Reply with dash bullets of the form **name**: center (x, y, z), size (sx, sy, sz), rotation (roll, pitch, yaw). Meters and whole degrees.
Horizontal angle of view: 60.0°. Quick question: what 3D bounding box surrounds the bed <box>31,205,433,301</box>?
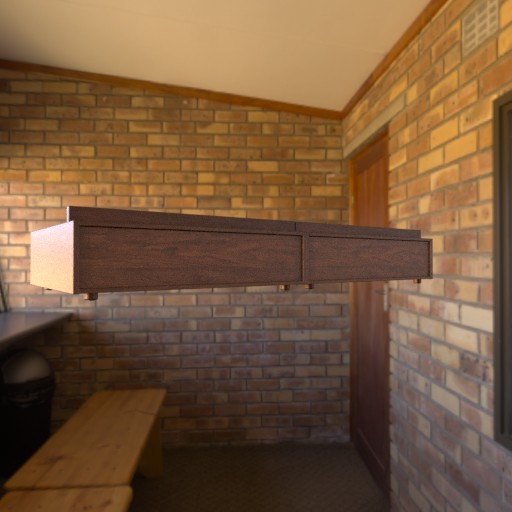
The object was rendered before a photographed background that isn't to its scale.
- **bed**: center (0.000, 0.000, 2.373), size (2.057, 0.326, 0.787), rotation (0, -1, -36)
